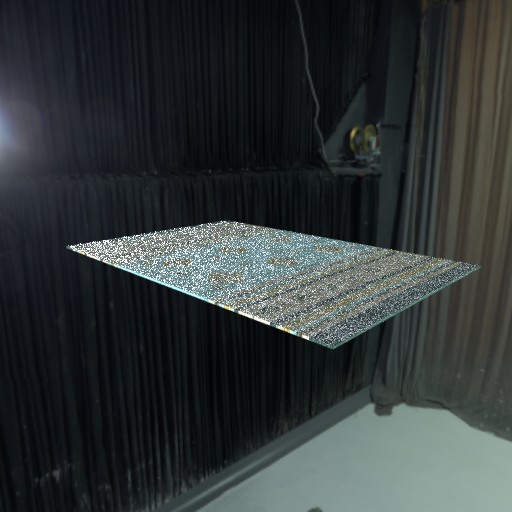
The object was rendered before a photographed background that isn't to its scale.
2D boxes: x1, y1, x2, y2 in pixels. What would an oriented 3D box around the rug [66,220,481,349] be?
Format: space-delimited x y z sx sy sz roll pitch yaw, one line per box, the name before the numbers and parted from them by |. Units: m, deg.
rug | 0.000 0.000 2.306 1.811 0.010 1.212 14 20 43
